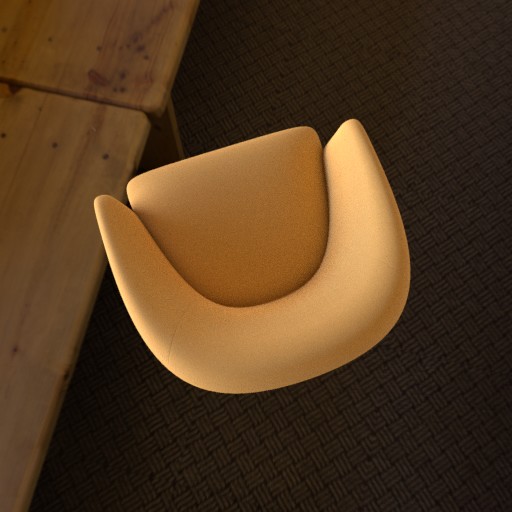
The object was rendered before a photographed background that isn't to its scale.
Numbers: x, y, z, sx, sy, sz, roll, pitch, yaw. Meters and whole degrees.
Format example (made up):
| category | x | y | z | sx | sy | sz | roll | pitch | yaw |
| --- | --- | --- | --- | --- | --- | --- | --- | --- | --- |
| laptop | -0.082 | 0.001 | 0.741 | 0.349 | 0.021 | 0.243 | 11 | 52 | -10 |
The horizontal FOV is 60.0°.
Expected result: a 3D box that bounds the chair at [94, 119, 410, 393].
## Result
| category | x | y | z | sx | sy | sz | roll | pitch | yaw |
| --- | --- | --- | --- | --- | --- | --- | --- | --- | --- |
| chair | 0.000 | 0.000 | 1.380 | 0.773 | 0.698 | 0.767 | -18 | 76 | -5 |
